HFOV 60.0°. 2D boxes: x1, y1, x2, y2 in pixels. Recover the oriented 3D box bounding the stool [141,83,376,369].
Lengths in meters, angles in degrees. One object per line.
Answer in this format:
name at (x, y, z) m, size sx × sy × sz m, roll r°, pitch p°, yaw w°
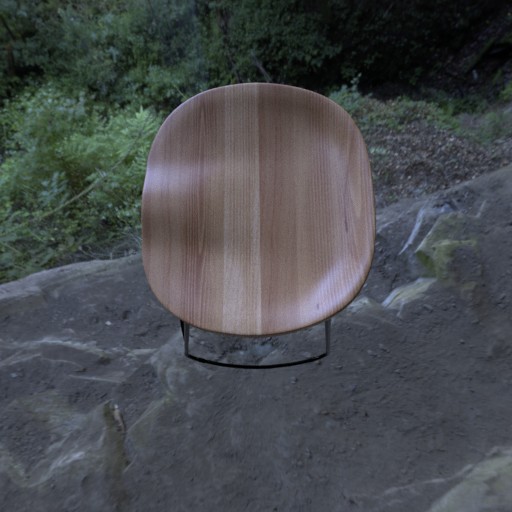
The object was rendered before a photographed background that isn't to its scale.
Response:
stool at (0.000, 0.000, 0.970) m, size 0.401 × 0.679 × 0.480 m, roll 0°, pitch 76°, yaw 0°
